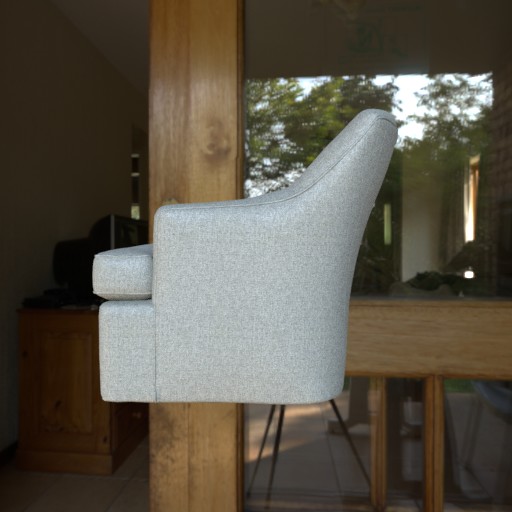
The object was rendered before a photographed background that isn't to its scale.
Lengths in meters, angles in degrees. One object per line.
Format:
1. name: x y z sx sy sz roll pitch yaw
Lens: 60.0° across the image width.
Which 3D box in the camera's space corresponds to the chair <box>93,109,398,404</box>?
1. chair: 0.000 0.000 1.589 0.923 0.856 0.864 0 0 0
